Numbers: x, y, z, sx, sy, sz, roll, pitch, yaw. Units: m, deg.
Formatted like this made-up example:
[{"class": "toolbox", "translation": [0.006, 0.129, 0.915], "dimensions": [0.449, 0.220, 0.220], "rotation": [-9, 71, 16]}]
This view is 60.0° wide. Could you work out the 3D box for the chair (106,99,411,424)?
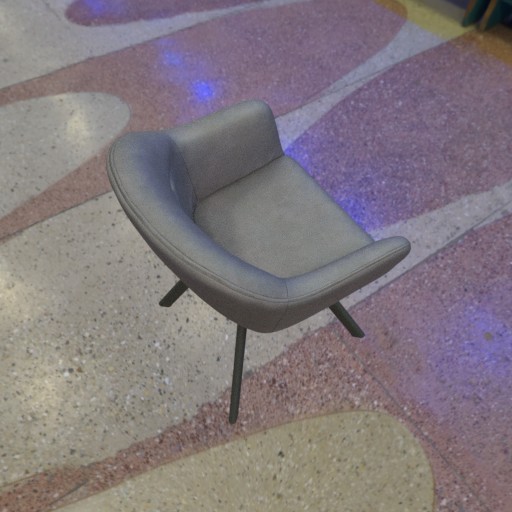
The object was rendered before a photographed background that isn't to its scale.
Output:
[{"class": "chair", "translation": [0.000, 0.000, 1.149], "dimensions": [0.544, 0.781, 0.567], "rotation": [-29, 61, -18]}]
